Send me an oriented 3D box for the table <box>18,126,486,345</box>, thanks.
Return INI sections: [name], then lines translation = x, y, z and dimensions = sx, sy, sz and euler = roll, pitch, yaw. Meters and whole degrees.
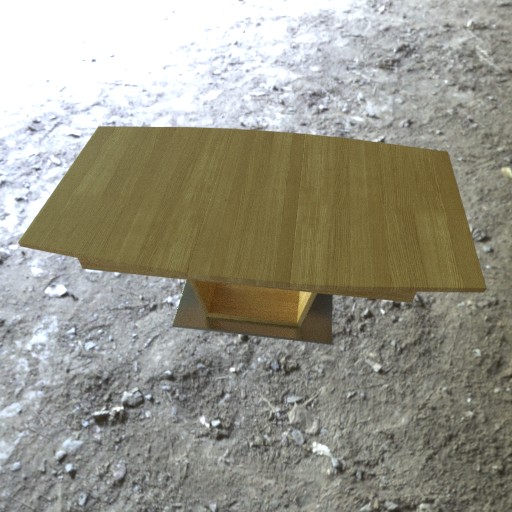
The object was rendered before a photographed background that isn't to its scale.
[table]
translation = 0.000, 0.000, 2.030
dimensions = 1.598, 0.748, 0.900
euler = 6, 48, 5
